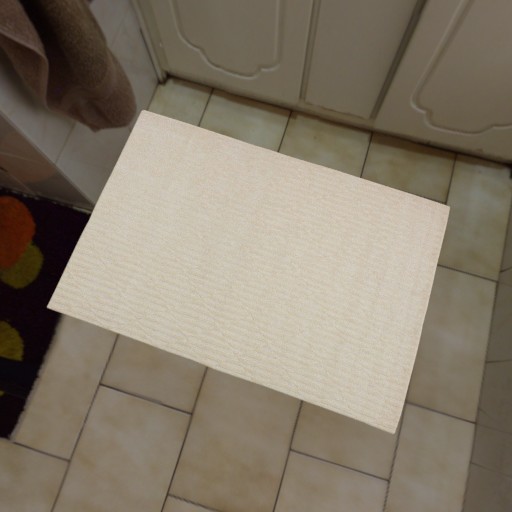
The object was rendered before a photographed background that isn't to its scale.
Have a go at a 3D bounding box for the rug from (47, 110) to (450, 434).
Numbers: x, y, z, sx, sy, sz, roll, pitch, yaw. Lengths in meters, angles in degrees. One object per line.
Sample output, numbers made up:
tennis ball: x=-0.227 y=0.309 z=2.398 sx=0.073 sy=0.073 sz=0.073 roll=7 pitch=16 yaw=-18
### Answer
rug: x=0.000 y=0.000 z=2.351 sx=1.848 sy=0.014 sz=1.238 roll=19 pitch=75 yaw=5
